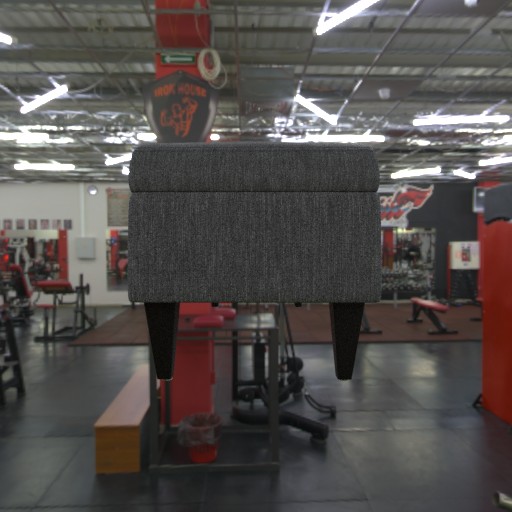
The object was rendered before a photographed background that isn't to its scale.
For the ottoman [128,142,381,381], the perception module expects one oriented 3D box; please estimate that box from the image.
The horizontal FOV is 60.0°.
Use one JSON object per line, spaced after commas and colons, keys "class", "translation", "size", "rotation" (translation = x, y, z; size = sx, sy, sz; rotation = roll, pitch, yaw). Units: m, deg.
{"class": "ottoman", "translation": [0.000, 0.000, 1.393], "size": [0.482, 0.469, 1.151], "rotation": [0, 1, 0]}
